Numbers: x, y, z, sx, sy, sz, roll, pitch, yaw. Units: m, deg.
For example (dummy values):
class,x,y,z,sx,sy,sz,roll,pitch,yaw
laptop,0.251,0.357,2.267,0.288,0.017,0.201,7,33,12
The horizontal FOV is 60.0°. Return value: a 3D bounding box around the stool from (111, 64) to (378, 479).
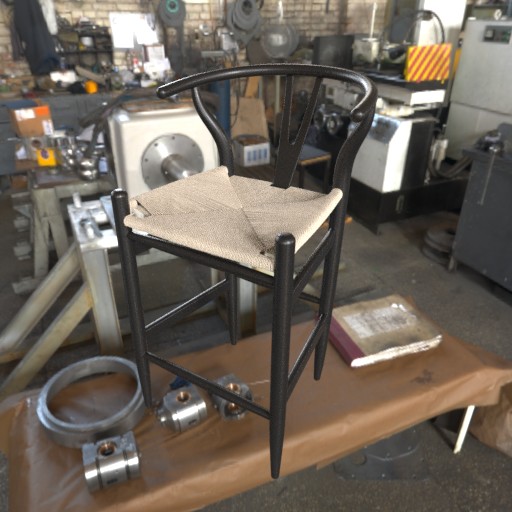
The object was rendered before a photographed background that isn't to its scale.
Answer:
class,x,y,z,sx,sy,sz,roll,pitch,yaw
stool,0.000,0.000,1.274,0.569,0.970,0.579,17,33,28
